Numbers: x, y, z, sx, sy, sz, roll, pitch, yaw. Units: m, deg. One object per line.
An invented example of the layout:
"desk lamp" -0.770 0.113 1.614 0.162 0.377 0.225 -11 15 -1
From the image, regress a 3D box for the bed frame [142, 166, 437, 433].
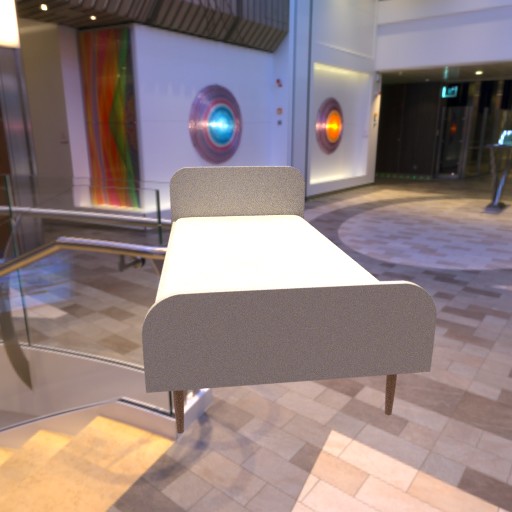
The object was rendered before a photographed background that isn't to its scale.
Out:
"bed frame" 0.000 0.000 2.414 0.998 0.805 1.963 -2 16 -7
